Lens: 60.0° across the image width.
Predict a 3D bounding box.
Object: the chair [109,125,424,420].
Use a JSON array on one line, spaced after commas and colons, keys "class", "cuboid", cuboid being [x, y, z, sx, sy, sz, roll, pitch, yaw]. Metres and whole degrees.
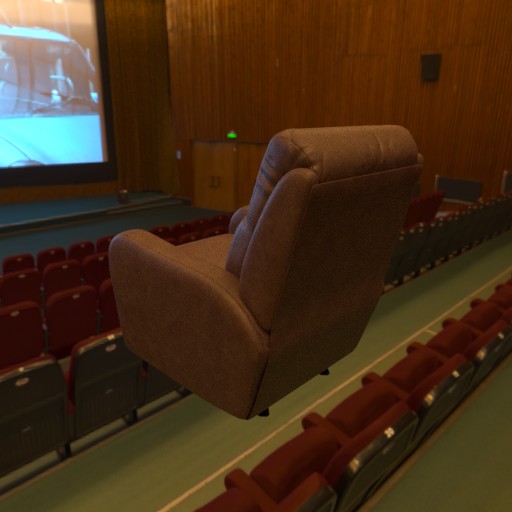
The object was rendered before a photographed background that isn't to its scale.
[{"class": "chair", "cuboid": [0.000, 0.000, 1.847, 0.865, 1.067, 1.067, -18, 26, -42]}]
